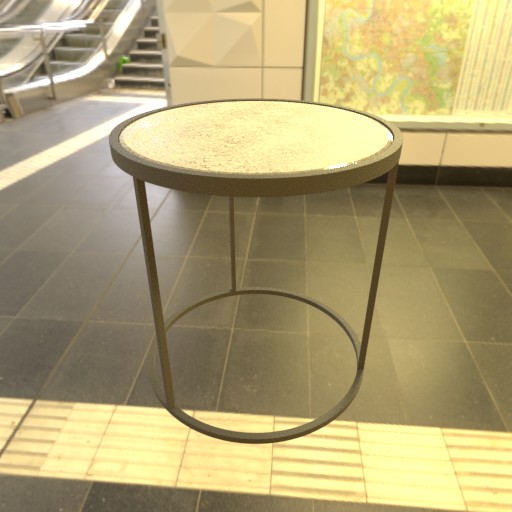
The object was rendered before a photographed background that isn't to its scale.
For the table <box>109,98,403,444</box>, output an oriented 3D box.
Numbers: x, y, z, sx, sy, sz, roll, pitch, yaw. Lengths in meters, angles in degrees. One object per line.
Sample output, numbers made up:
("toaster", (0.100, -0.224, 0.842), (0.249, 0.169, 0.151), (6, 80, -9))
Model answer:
("table", (0.000, 0.000, 0.862), (0.470, 0.498, 0.470), (0, 31, 0))
